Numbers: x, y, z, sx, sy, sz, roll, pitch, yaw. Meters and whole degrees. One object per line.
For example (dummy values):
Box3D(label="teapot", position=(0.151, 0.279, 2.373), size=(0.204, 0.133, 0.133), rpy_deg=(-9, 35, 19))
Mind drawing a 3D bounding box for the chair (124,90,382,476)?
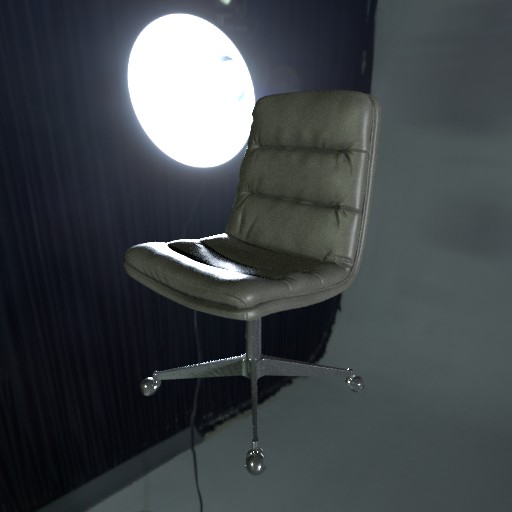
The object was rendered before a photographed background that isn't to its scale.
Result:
Box3D(label="chair", position=(0.000, 0.000, 1.038), size=(0.422, 0.738, 0.485), rpy_deg=(16, 24, 40))
